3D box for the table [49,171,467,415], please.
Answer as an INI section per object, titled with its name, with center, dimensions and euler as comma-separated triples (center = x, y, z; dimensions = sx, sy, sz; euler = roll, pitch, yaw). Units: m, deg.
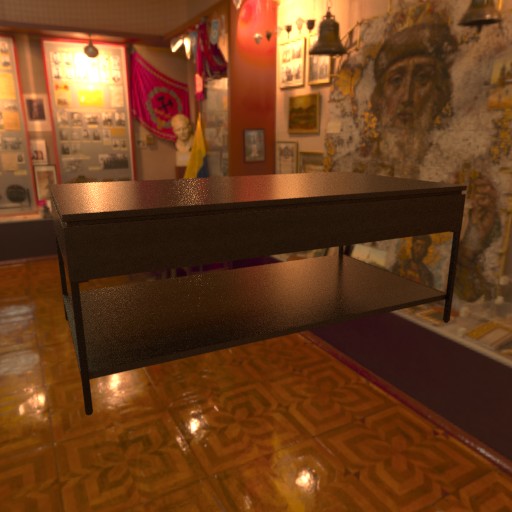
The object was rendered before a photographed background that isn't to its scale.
[table]
center = 0.000, 0.000, 1.367
dimensions = 1.095, 0.435, 0.574
euler = -8, 17, -26
